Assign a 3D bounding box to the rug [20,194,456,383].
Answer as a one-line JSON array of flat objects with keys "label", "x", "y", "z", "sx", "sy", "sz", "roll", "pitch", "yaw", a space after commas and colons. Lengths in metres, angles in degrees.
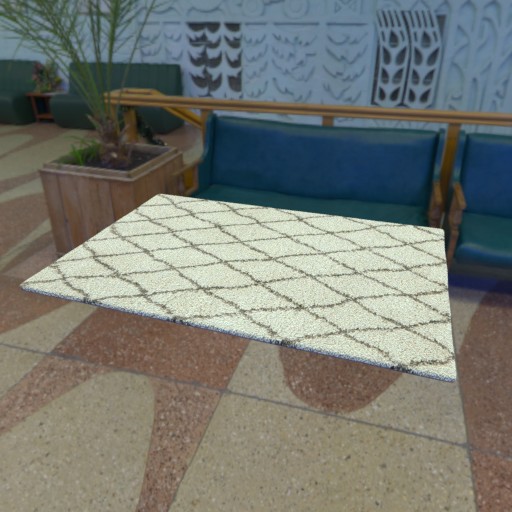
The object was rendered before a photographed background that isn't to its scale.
[{"label": "rug", "x": 0.000, "y": 0.000, "z": 2.191, "sx": 1.778, "sy": 0.030, "sz": 1.219, "roll": 9, "pitch": 29, "yaw": 16}]
